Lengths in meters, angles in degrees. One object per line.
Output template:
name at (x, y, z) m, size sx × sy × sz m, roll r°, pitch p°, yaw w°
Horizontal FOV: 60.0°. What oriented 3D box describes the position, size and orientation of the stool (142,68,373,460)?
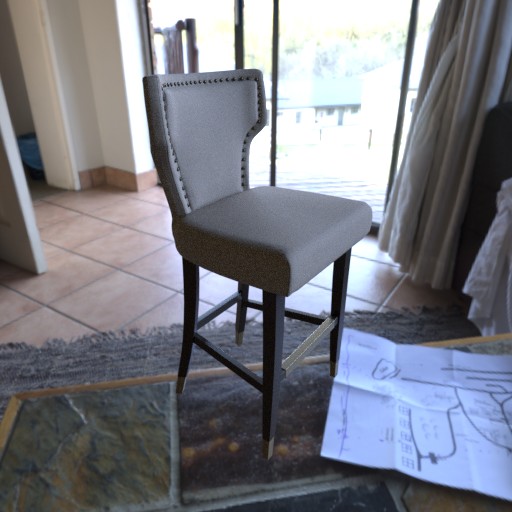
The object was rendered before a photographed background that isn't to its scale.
stool at (0.000, 0.000, 1.427) m, size 0.563 × 1.092 × 0.526 m, roll 17°, pitch 30°, yaw 32°
